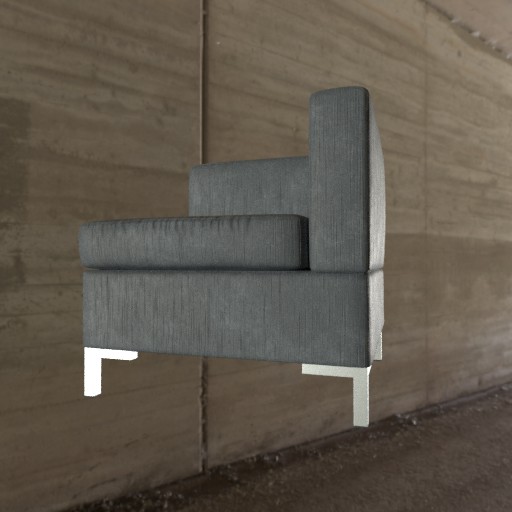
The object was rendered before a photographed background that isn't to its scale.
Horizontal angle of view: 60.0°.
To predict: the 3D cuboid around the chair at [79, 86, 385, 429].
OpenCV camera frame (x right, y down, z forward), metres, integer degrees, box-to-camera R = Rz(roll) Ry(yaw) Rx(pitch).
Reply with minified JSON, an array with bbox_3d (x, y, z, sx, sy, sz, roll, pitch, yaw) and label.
[{"bbox_3d":[0.000,0.000,1.222,0.680,0.660,0.680,0,-1,18],"label":"chair"}]
